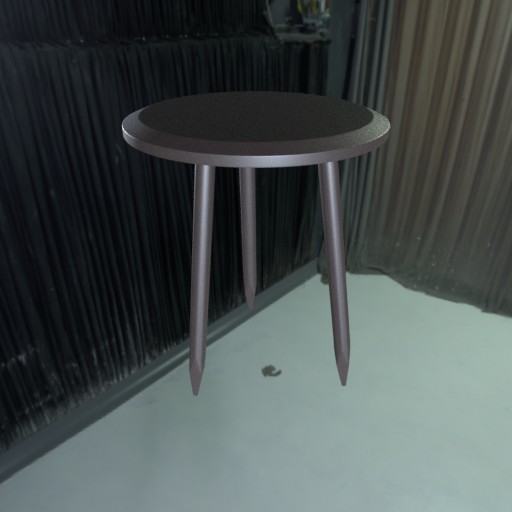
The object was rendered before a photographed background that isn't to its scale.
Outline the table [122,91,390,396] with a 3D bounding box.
[{"bbox_3d":[0.000,0.000,0.922,0.457,0.585,0.457,0,30,0],"label":"table"}]
